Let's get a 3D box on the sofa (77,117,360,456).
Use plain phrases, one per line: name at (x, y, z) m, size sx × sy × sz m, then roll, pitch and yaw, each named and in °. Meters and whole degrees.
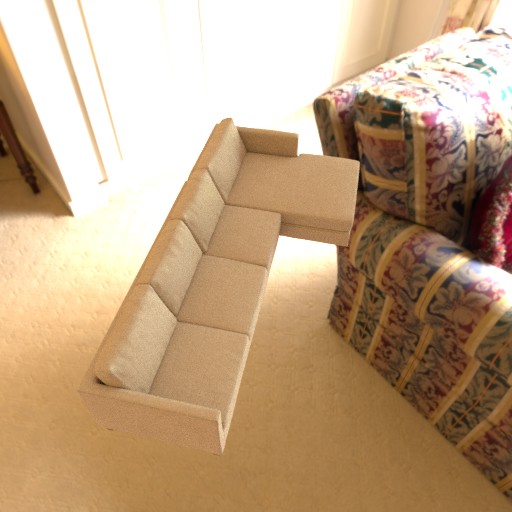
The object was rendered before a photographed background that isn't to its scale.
sofa at (0.000, 0.000, 3.882) m, size 1.625 × 0.846 × 3.186 m, roll 9°, pitch 49°, yaw 8°
